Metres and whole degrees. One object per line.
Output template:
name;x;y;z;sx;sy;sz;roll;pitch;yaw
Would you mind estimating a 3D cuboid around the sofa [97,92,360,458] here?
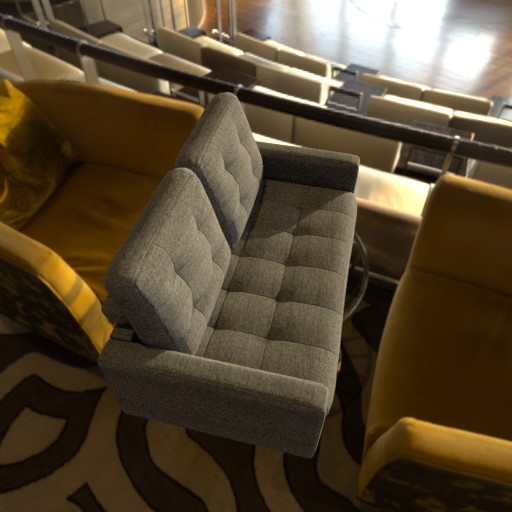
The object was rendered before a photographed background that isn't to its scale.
sofa;0.000;0.000;1.972;0.842;0.907;1.407;10;48;9
